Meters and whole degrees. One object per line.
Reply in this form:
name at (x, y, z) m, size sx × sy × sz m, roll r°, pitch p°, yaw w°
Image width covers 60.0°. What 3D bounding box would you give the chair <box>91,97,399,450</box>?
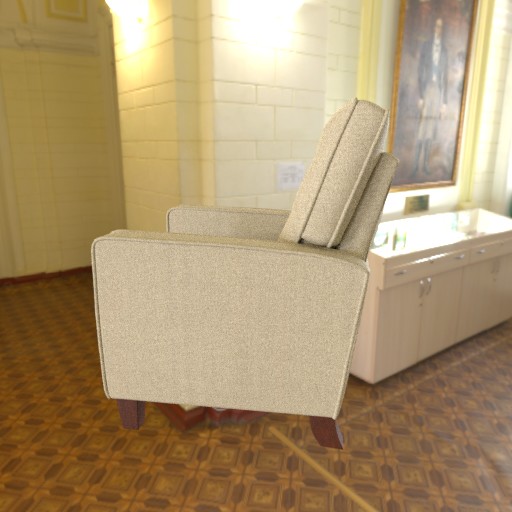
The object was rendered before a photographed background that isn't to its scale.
chair at (0.000, 0.000, 1.379) m, size 0.754 × 0.888 × 0.648 m, roll 2°, pitch 14°, yaw 8°
